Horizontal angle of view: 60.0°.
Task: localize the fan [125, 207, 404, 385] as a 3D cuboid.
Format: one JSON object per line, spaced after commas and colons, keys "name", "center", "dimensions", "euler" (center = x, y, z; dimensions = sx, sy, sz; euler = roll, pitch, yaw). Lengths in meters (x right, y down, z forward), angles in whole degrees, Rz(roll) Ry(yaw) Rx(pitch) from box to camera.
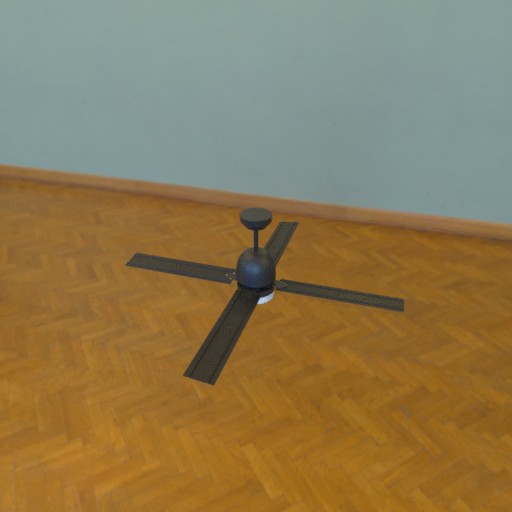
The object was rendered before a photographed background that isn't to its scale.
{"name": "fan", "center": [0.000, 0.000, 1.989], "dimensions": [1.319, 0.410, 1.319], "euler": [8, 31, 14]}
